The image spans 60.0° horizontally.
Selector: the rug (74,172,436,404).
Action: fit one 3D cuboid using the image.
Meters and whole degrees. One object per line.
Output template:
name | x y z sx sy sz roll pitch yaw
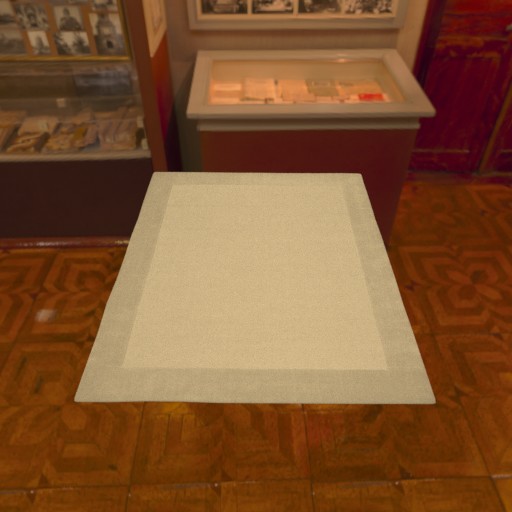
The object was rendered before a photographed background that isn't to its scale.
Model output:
rug | 0.000 0.000 4.071 2.430 0.018 2.976 0 41 0
